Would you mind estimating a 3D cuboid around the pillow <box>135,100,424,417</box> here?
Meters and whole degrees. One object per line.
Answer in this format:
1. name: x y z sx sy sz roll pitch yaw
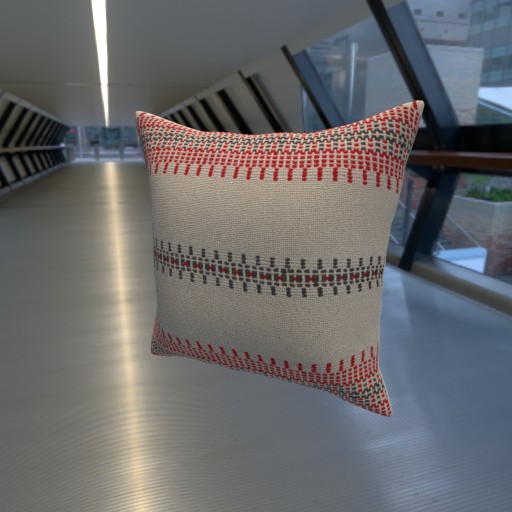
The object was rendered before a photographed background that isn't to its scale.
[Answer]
1. pillow: 0.000 0.000 0.707 0.463 0.454 0.160 7 17 26
